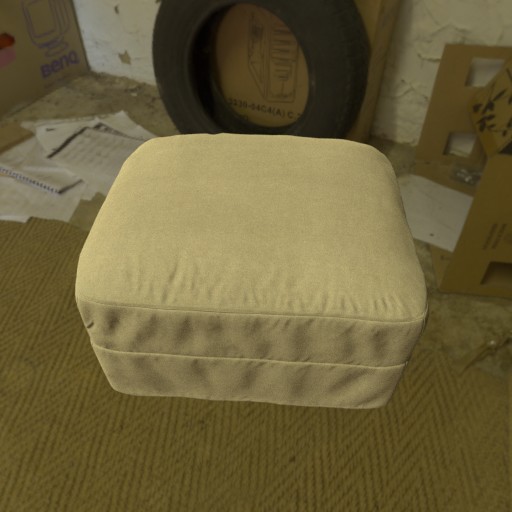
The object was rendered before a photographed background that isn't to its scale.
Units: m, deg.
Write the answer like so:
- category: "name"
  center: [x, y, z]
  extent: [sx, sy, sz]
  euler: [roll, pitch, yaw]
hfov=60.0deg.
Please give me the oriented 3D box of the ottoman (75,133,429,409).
- category: "ottoman"
  center: [0.000, 0.000, 1.087]
  extent: [0.712, 0.480, 0.584]
  euler: [3, 46, 3]
